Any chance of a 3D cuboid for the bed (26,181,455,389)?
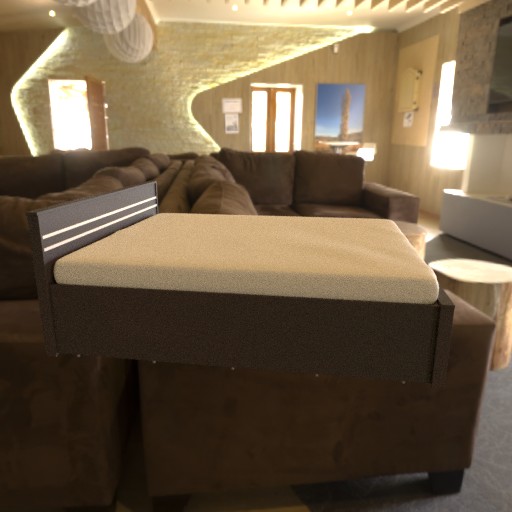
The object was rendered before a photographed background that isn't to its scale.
[{"bbox_3d":[0.000,0.000,2.970,2.103,0.808,1.634,2,15,9],"label":"bed"}]
